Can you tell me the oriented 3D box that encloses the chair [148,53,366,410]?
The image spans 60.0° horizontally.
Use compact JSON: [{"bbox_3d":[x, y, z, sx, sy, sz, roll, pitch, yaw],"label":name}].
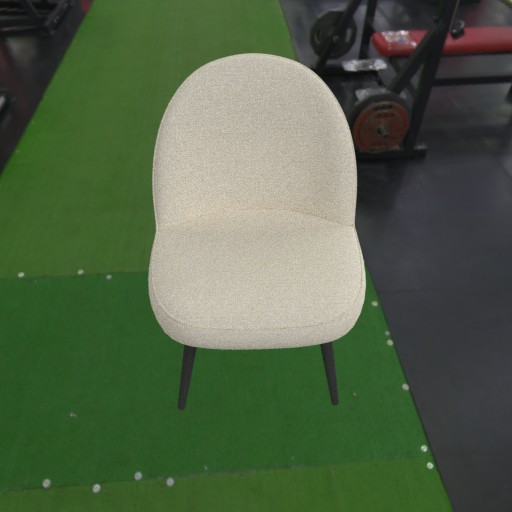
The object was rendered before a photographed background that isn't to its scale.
[{"bbox_3d":[0.000,0.000,1.160,0.532,0.838,0.540,-1,47,-1],"label":"chair"}]
